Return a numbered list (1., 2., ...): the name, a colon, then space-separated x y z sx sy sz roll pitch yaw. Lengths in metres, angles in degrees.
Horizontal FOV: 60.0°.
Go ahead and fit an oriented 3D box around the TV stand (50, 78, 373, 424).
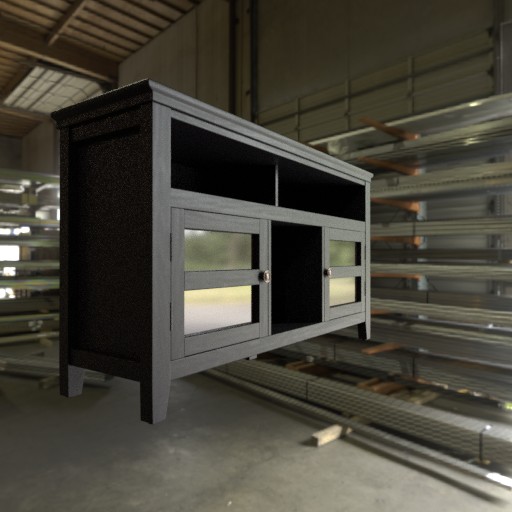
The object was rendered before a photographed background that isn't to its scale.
1. TV stand: 0.000 0.000 1.438 0.347 0.681 1.198 0 0 35
